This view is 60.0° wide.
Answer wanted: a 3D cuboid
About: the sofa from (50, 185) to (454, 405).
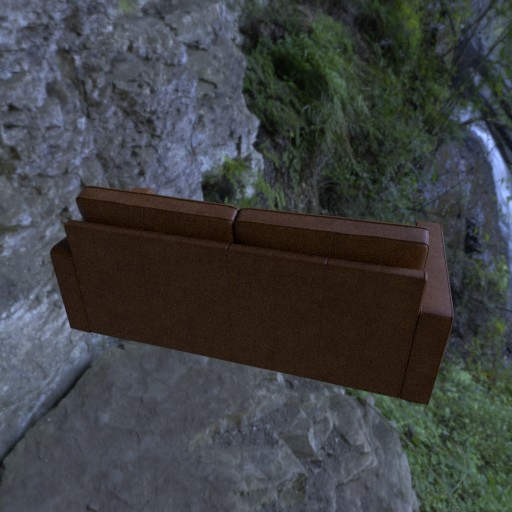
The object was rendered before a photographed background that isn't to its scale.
[{"bbox_3d":[0.000,0.000,2.663,2.156,0.928,0.991,9,32,14],"label":"sofa"}]
